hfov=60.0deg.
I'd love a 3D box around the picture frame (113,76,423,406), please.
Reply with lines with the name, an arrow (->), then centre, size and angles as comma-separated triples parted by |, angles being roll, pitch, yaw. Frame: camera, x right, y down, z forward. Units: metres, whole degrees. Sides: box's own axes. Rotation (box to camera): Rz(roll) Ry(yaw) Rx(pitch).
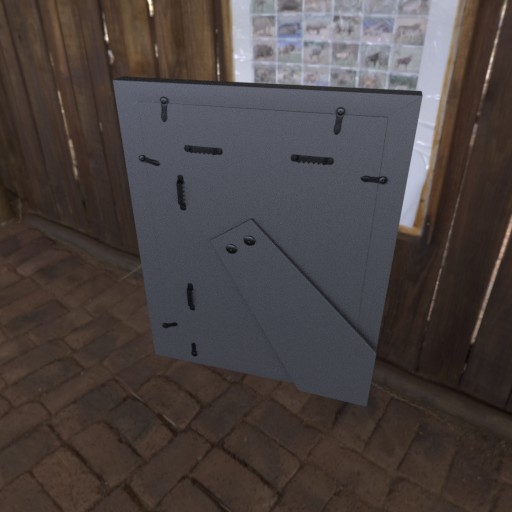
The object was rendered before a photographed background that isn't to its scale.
picture frame -> 0.000, 0.000, 0.526 | 0.307, 0.383, 0.036 | 8, 32, 14
